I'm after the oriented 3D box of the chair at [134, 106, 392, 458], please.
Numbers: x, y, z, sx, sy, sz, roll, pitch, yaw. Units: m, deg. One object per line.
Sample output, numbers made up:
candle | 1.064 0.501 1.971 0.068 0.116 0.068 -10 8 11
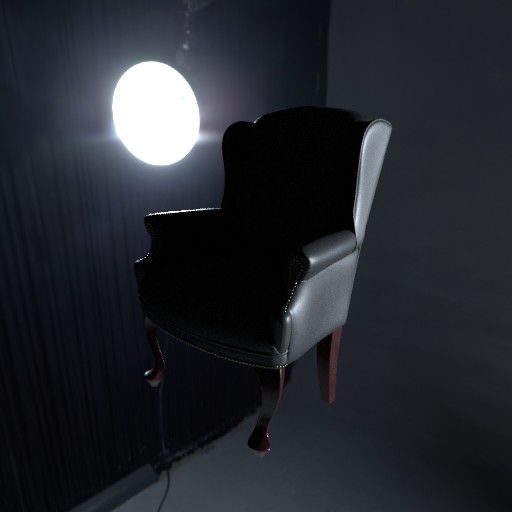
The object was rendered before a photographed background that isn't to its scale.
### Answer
chair | 0.000 0.000 1.703 0.838 1.111 0.762 15 21 41
